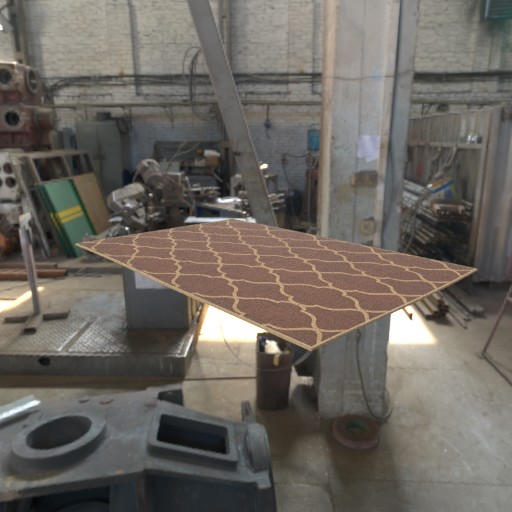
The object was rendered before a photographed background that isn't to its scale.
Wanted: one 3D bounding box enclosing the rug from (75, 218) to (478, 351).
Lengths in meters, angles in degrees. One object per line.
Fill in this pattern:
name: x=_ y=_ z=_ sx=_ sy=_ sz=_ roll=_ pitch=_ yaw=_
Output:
rug: x=0.000 y=0.000 z=2.953 sx=1.526 sy=0.014 sz=2.290 roll=-14 pitch=20 yaw=-41
